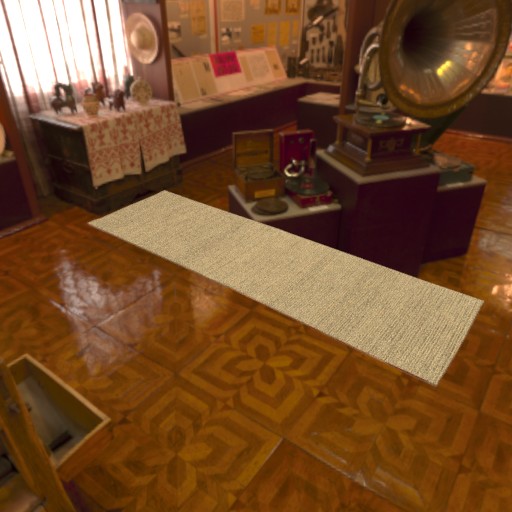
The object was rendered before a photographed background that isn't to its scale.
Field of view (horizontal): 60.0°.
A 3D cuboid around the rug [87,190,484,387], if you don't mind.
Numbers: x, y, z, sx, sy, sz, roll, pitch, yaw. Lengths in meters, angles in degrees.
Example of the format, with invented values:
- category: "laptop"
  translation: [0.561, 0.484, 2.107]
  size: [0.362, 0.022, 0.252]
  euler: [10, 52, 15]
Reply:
- category: "rug"
  translation: [0.000, 0.000, 2.555]
  size: [2.320, 0.032, 0.692]
  euler: [22, 37, 32]
